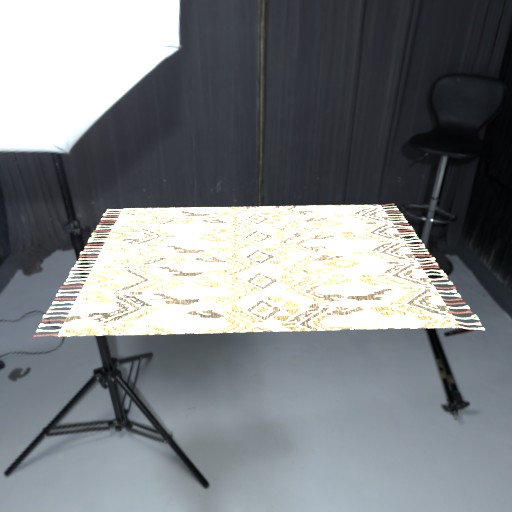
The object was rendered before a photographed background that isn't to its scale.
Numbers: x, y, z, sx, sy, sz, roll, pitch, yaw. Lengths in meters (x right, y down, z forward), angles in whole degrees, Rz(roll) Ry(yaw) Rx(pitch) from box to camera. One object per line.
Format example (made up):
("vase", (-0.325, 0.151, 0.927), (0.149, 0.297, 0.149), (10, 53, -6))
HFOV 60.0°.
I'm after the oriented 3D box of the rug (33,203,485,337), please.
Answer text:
("rug", (0.000, 0.000, 2.284), (1.829, 0.008, 1.219), (-1, 31, -2))
